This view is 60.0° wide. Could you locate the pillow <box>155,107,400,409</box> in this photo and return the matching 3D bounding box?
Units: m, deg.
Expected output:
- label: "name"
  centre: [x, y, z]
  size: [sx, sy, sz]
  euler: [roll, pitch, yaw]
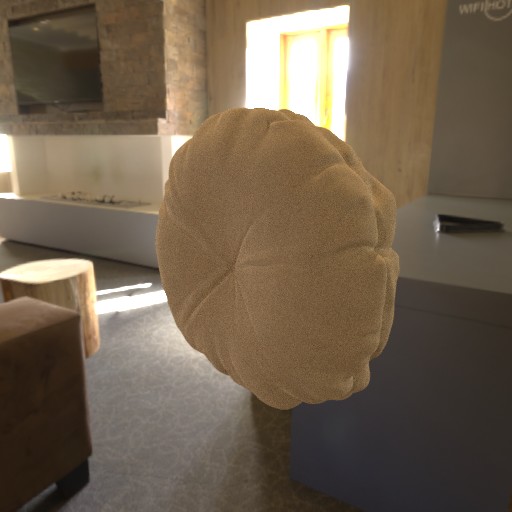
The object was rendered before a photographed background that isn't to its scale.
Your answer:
- label: "pillow"
  centre: [0.000, 0.000, 0.637]
  size: [0.148, 0.407, 0.428]
  euler: [-14, 21, -42]
